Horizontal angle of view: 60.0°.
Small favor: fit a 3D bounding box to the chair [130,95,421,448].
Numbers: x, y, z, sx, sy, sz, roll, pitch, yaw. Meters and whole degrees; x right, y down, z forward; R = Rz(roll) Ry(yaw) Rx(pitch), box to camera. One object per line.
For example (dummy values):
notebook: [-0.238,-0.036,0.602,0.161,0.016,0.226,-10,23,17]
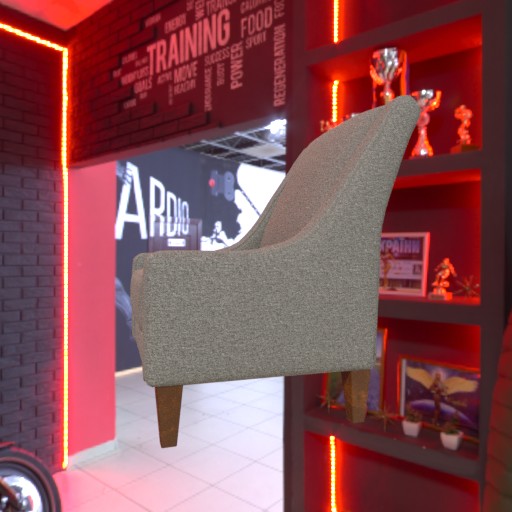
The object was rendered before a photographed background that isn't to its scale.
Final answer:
chair: [0.000,0.000,1.617,0.870,1.016,0.774,0,0,-18]
